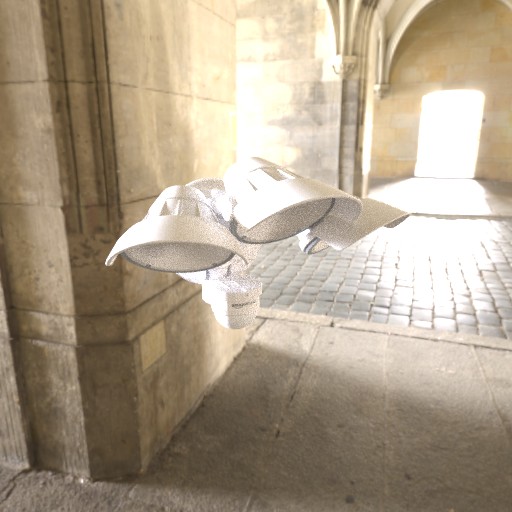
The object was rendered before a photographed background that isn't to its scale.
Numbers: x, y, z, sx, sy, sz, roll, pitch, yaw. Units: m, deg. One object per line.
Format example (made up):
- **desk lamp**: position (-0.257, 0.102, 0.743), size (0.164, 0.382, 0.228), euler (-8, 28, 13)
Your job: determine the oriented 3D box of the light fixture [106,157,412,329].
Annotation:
- **light fixture**: position (0.000, 0.000, 0.544), size (0.369, 0.237, 0.278), euler (-8, 17, -27)
